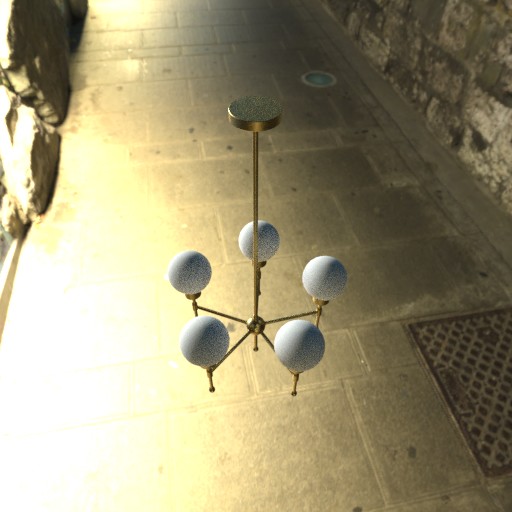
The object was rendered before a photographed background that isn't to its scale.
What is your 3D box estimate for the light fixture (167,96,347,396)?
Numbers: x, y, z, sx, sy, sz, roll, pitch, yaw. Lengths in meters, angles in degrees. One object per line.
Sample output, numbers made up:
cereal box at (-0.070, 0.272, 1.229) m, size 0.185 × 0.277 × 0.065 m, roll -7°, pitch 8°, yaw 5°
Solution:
light fixture at (0.000, 0.000, 1.823) m, size 0.815 × 1.331 × 0.785 m, roll 2°, pitch 46°, yaw 2°
